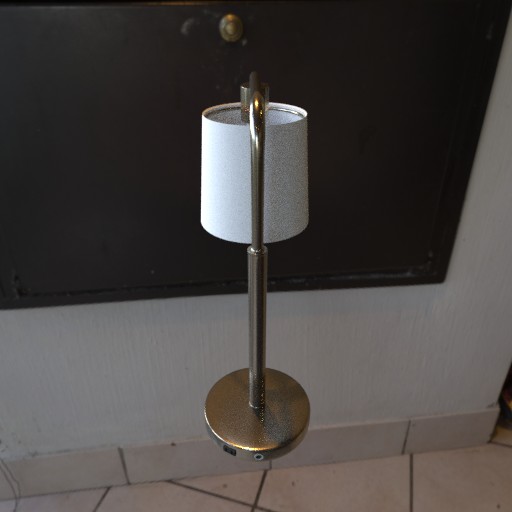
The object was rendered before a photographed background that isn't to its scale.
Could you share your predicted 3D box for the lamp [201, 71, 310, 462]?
[{"bbox_3d":[0.000,0.000,0.654,0.171,0.489,0.333,-1,30,-1],"label":"lamp"}]
